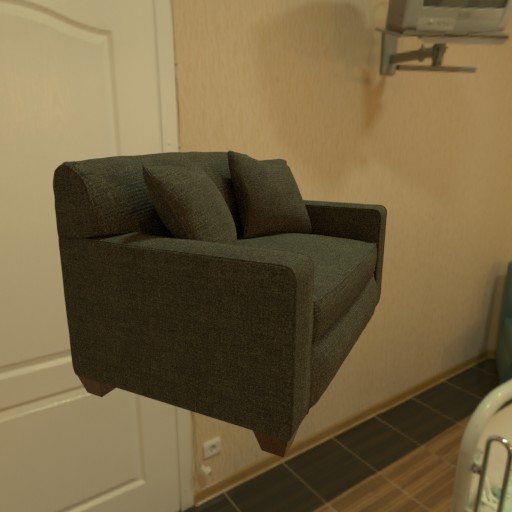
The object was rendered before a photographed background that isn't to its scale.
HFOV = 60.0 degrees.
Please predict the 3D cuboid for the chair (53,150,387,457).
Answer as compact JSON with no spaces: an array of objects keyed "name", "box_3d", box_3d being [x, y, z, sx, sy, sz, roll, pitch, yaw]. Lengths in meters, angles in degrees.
[{"name":"chair","box_3d":[0.000,0.000,2.068,1.000,0.948,1.383,7,16,25]}]
